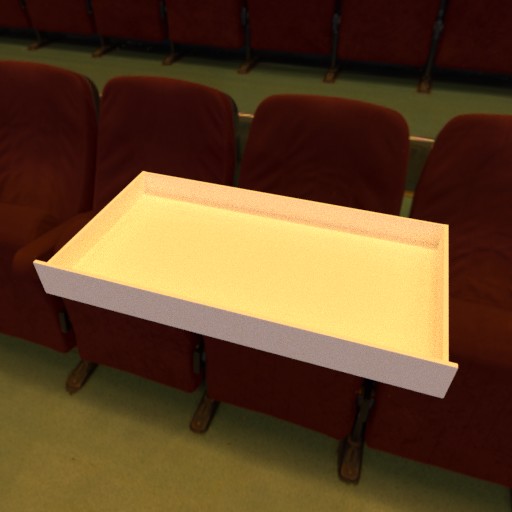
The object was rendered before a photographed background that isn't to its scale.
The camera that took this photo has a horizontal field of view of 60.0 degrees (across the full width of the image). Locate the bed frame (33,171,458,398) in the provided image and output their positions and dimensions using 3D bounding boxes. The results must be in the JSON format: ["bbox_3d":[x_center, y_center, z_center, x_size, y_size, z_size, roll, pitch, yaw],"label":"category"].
[{"bbox_3d":[0.000,0.000,1.565,1.300,0.141,0.670,12,42,14],"label":"bed frame"}]
